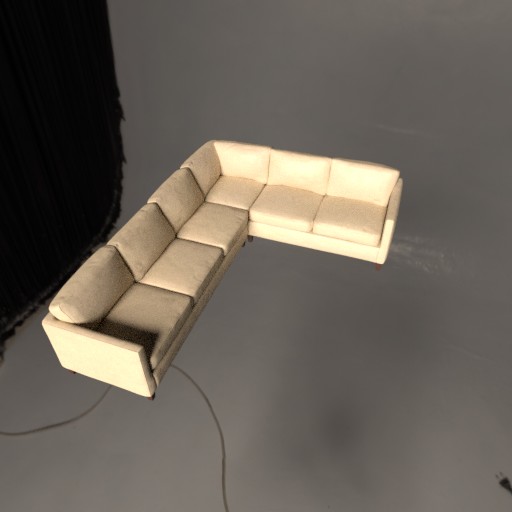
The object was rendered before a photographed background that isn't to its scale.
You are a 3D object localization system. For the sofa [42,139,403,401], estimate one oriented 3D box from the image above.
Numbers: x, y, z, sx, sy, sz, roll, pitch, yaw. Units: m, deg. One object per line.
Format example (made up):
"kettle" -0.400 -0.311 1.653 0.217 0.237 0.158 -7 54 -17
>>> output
"sofa" 0.000 0.000 4.548 2.593 0.947 3.302 13 42 15
